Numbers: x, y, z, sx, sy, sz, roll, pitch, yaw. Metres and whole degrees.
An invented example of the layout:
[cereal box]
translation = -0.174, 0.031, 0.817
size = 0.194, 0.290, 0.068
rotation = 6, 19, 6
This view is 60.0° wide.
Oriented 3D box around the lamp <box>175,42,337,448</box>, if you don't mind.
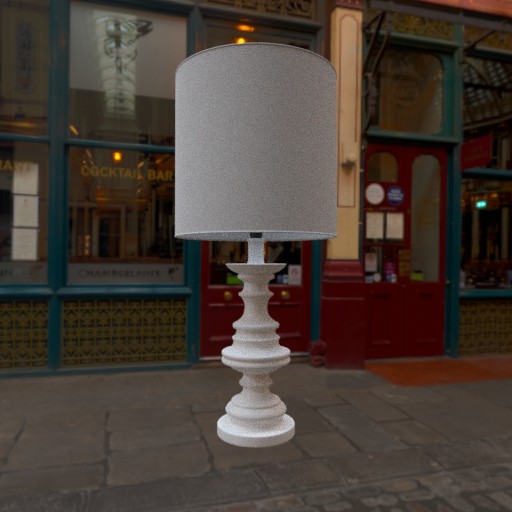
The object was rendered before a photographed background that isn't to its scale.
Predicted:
[lamp]
translation = 0.000, 0.000, 0.577
size = 0.208, 0.455, 0.208
rotation = 0, -1, -16
